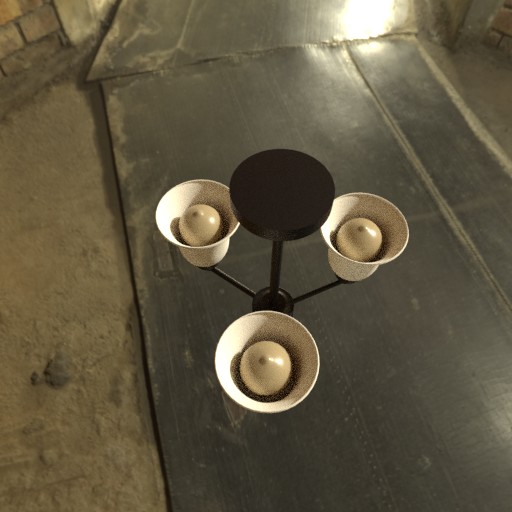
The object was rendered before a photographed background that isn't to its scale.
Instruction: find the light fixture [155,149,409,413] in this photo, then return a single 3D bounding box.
[{"bbox_3d":[0.000,0.000,0.672,0.354,0.370,0.388,32,64,18],"label":"light fixture"}]
